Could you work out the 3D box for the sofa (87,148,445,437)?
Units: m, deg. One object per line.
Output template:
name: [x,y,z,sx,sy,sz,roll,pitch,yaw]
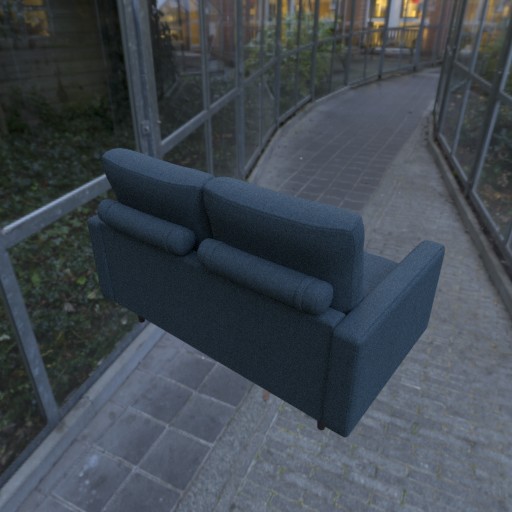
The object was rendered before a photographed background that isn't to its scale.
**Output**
sofa: [0.000,0.000,1.999,1.407,0.907,0.842,21,36,33]
